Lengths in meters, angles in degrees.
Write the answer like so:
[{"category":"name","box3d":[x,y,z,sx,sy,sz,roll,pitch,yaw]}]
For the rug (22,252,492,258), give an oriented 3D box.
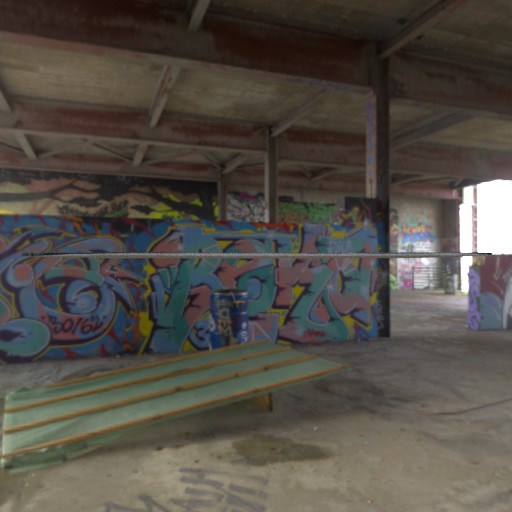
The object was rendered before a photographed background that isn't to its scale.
[{"category":"rug","box3d":[0.000,0.000,2.173,1.728,0.017,1.136,0,-1,0]}]
